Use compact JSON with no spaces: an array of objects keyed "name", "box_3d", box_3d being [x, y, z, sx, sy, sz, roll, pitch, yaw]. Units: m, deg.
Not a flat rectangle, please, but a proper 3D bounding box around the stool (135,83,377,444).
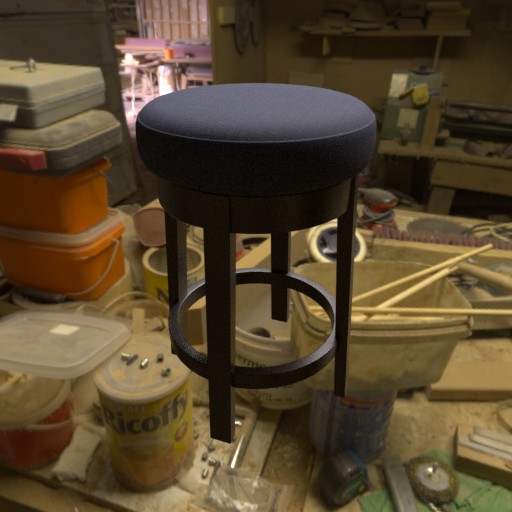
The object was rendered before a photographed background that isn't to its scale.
[{"name":"stool","box_3d":[0.000,0.000,0.945,0.449,0.655,0.449,0,30,0]}]
